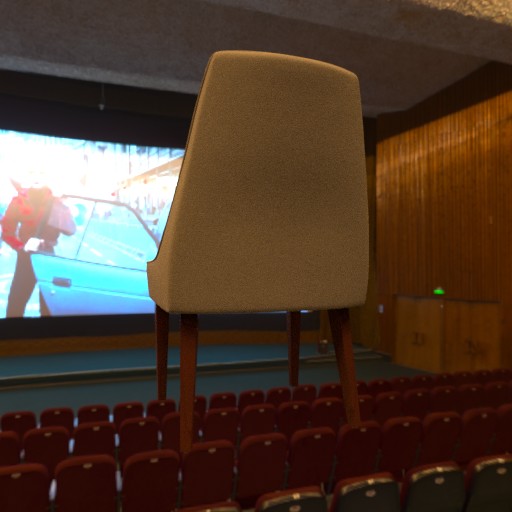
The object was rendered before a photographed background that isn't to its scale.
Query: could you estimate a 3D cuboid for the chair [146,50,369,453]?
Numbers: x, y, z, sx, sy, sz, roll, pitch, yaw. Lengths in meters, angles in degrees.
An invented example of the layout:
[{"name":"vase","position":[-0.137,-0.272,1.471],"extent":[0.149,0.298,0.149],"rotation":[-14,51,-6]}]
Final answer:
[{"name":"chair","position":[0.000,0.000,1.194],"extent":[0.529,0.861,0.544],"rotation":[0,-1,-20]}]
